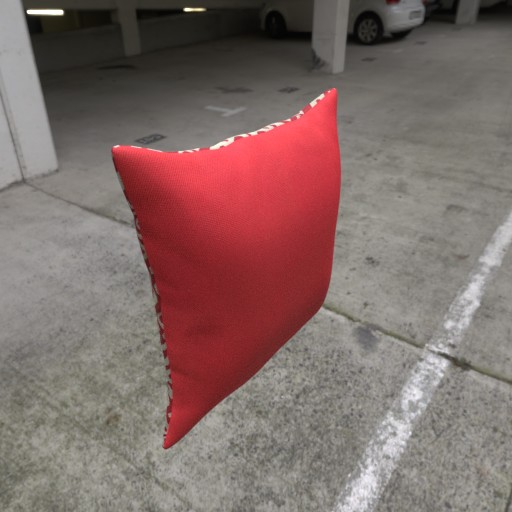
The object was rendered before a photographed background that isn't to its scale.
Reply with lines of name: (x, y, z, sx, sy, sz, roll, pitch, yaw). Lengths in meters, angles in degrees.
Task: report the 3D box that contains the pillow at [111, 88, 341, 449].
pillow: (0.000, 0.000, 0.790, 0.192, 0.507, 0.522, 20, 35, 31)
